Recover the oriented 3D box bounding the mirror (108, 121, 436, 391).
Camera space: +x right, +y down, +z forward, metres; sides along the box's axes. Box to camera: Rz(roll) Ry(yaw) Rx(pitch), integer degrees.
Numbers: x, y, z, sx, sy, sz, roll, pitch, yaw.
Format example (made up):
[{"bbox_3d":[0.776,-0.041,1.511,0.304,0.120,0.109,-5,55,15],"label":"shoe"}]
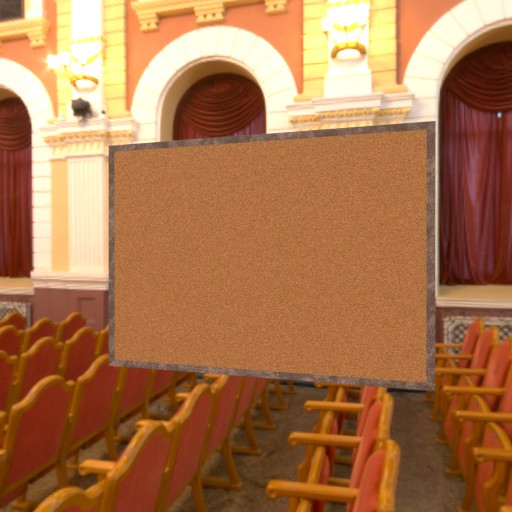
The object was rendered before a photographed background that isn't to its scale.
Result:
[{"bbox_3d":[0.000,0.000,1.463,1.101,0.795,0.022,0,0,16],"label":"mirror"}]
